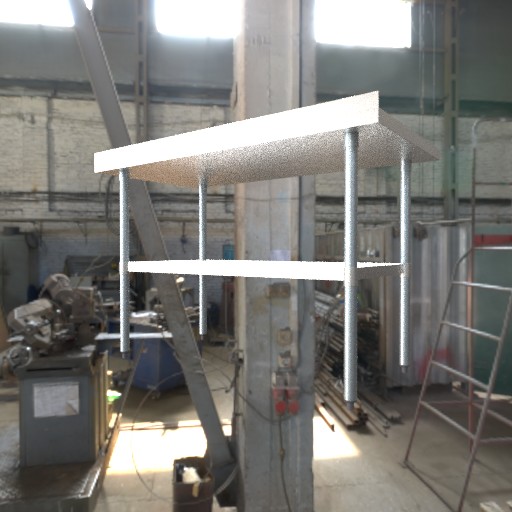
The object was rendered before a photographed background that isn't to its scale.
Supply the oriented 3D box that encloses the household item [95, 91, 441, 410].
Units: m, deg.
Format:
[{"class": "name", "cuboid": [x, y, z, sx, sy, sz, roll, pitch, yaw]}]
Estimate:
[{"class": "household item", "cuboid": [0.000, 0.000, 1.732, 1.219, 0.851, 0.610, 1, 1, 36]}]
